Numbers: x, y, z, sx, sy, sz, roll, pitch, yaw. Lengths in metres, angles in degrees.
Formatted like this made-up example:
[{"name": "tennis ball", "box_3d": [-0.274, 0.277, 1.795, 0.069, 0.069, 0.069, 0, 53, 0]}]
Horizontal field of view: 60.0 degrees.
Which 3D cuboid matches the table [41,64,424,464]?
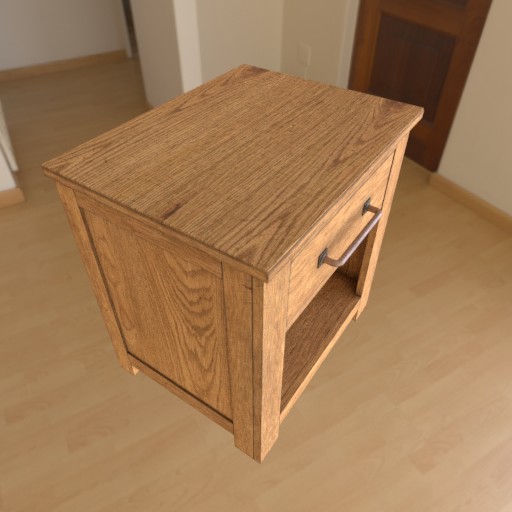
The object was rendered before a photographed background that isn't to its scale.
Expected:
[{"name": "table", "box_3d": [0.000, 0.000, 1.054, 0.494, 0.625, 0.601, 25, 48, 25]}]
